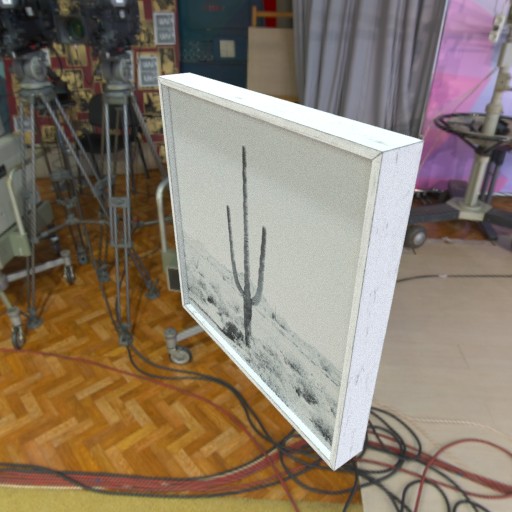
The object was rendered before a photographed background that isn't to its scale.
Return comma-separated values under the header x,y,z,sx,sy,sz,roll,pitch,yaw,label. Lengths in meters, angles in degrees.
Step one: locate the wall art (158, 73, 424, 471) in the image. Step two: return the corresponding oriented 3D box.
x,y,z,sx,sy,sz,roll,pitch,yaw,label
0.000,0.000,0.449,0.038,0.305,0.305,-20,37,-30,wall art
